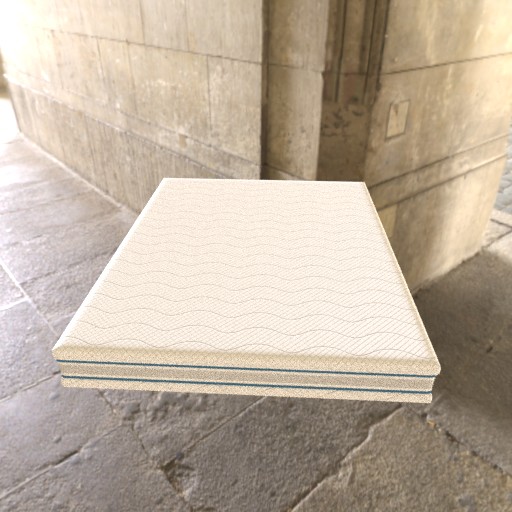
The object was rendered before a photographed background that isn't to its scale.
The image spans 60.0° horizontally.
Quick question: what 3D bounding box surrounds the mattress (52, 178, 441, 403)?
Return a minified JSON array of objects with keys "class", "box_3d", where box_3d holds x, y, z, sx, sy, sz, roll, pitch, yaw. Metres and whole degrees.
[{"class":"mattress","box_3d":[0.000,0.000,2.714,1.600,0.230,2.000,2,31,3]}]
